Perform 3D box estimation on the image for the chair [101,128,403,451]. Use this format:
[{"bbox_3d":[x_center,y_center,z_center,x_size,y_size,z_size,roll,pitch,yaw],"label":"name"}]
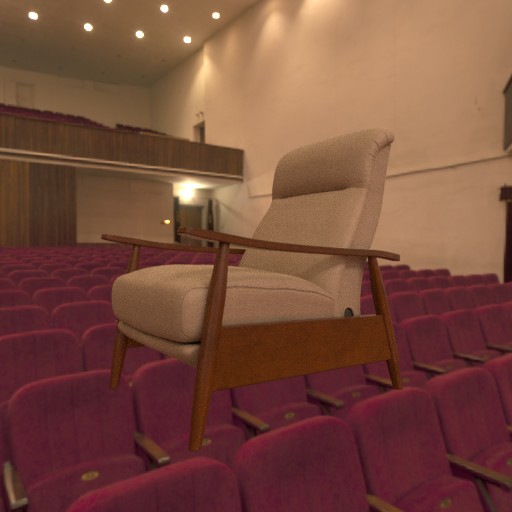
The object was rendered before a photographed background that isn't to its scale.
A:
[{"bbox_3d":[0.000,0.000,1.815,1.030,1.082,0.762,-1,1,-36],"label":"chair"}]
